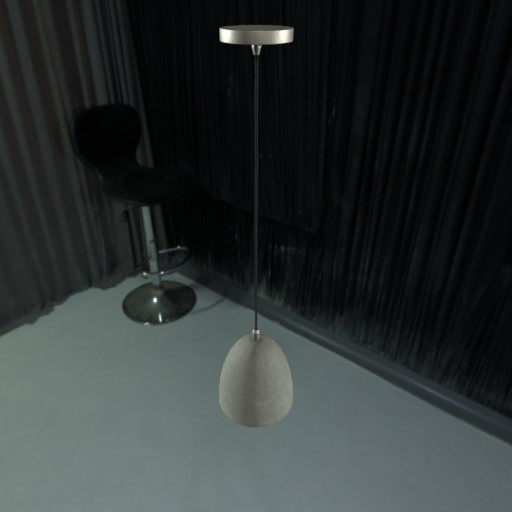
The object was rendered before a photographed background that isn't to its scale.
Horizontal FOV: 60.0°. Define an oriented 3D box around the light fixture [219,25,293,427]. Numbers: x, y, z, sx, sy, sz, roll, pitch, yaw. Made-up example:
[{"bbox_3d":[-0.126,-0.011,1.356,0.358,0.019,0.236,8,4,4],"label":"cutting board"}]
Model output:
[{"bbox_3d":[0.000,0.000,0.828,0.170,0.759,0.170,21,37,31],"label":"light fixture"}]
